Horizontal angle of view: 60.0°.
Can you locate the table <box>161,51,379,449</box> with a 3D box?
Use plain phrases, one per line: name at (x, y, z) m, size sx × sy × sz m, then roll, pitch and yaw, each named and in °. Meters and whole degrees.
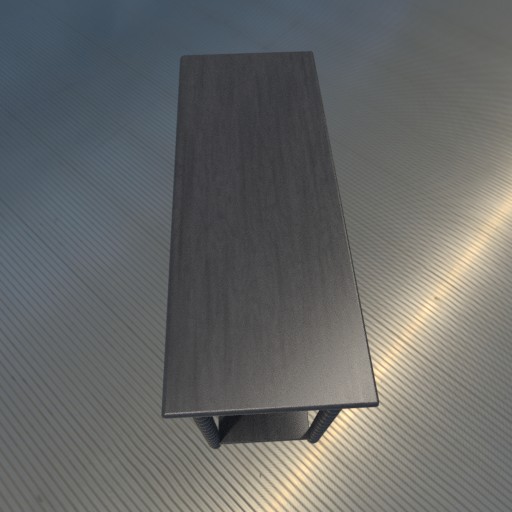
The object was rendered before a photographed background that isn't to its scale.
table at (0.000, 0.000, 1.520) m, size 0.459 × 0.735 × 1.184 m, roll -3°, pitch 59°, yaw -2°
